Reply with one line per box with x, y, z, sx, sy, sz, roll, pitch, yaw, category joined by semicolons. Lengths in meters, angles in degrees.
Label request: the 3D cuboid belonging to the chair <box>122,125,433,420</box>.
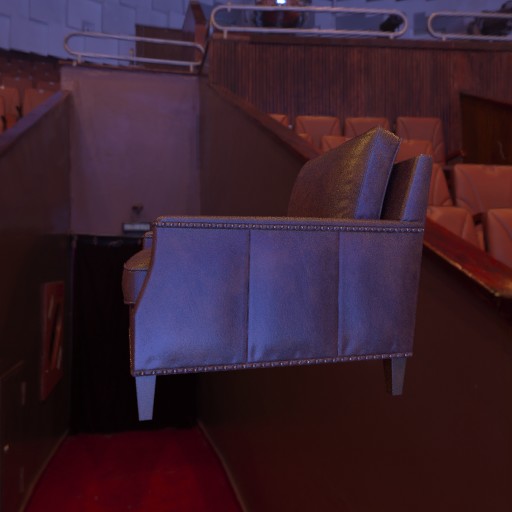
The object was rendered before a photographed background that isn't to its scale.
0.000;0.000;1.754;1.014;0.929;0.853;0;0;-16;chair
